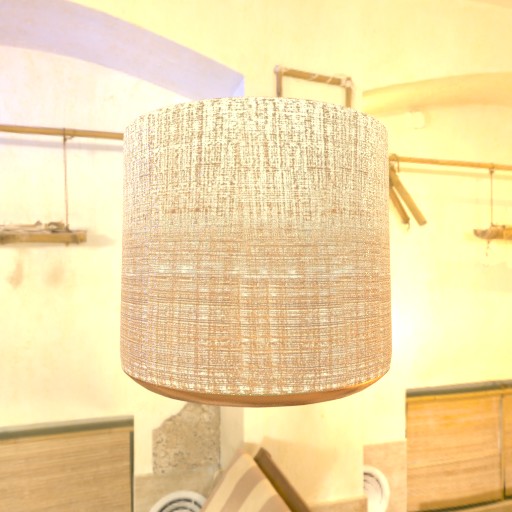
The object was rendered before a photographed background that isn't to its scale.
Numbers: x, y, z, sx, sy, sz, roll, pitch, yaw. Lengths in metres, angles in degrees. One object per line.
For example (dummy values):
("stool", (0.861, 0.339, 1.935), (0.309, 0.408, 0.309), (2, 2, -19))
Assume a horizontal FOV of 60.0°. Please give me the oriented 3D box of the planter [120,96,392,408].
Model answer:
("planter", (0.000, 0.000, 0.186), (0.109, 0.096, 0.109), (0, -1, 0))
